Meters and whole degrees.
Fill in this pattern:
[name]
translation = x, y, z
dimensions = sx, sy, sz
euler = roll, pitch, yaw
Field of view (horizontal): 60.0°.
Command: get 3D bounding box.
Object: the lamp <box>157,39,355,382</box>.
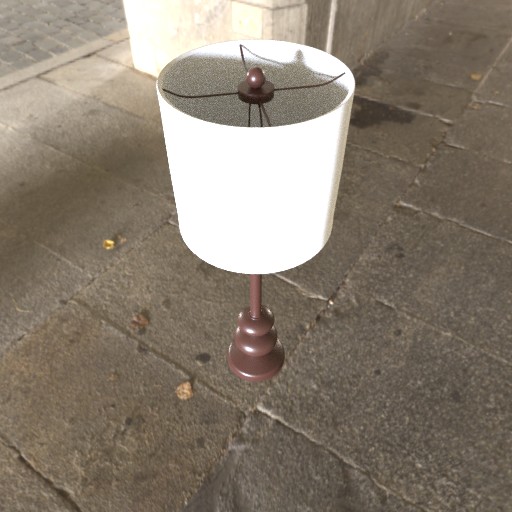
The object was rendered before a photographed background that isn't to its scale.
[lamp]
translation = 0.000, 0.000, 0.811
dimensions = 0.254, 0.690, 0.254
euler = -8, 47, -8
